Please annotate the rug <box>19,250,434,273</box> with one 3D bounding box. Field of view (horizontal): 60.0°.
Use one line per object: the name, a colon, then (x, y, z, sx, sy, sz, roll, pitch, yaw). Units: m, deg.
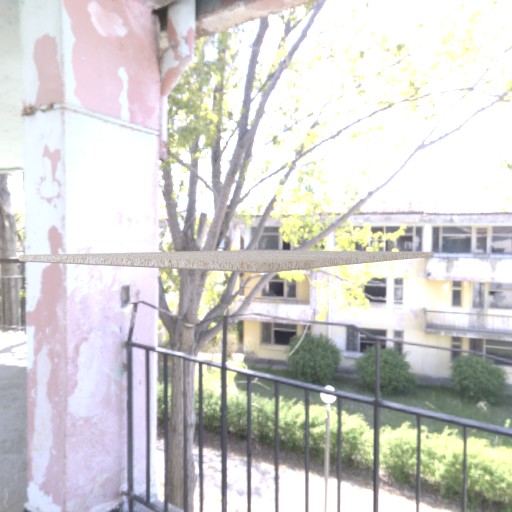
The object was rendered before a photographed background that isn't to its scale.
rug: (0.000, 0.000, 2.055, 1.199, 0.025, 1.600, 1, 2, 36)
